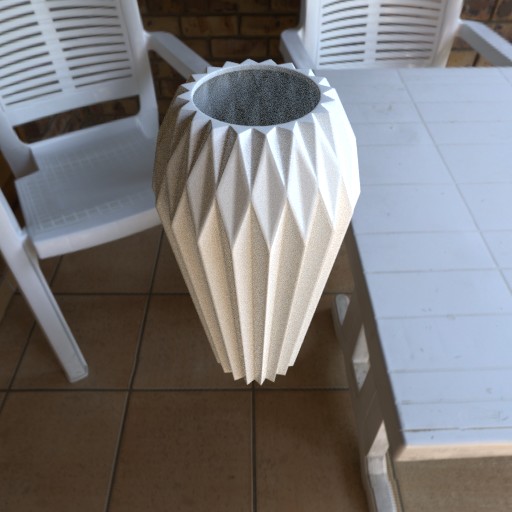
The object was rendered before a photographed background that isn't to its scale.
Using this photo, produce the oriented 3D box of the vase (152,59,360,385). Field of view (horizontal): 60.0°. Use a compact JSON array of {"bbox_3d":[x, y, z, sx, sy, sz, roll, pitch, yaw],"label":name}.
[{"bbox_3d":[0.000,0.000,0.339,0.133,0.263,0.133,0,47,0],"label":"vase"}]
